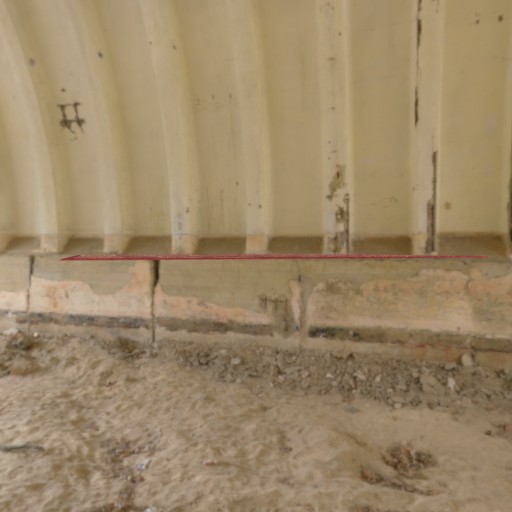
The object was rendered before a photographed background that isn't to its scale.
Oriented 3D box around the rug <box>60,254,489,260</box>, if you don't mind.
[{"bbox_3d":[0.000,0.000,4.293,3.306,0.011,2.389,0,1,-20],"label":"rug"}]
